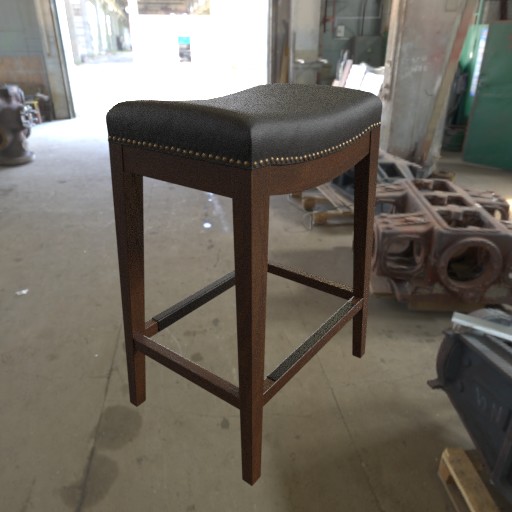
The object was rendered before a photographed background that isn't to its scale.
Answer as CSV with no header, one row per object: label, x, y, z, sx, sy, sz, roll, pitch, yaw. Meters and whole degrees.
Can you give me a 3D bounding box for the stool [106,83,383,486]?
stool,0.000,0.000,0.951,0.353,0.664,0.490,18,31,33
